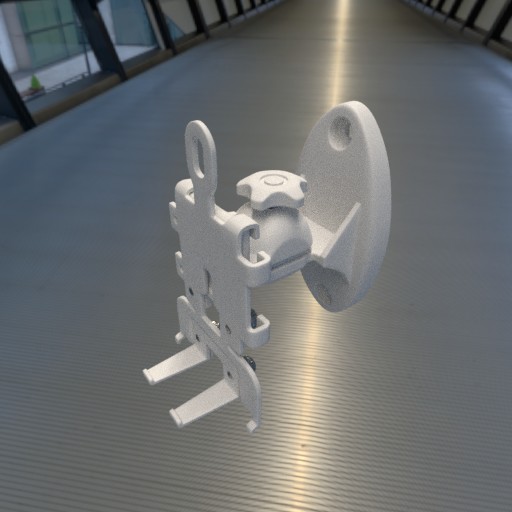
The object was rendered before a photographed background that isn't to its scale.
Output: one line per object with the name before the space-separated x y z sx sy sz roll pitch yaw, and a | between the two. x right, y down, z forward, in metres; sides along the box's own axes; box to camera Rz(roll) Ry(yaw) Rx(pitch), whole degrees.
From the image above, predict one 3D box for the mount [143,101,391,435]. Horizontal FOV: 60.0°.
mount | 0.000 0.000 0.181 0.100 0.118 0.066 -22 40 -29
